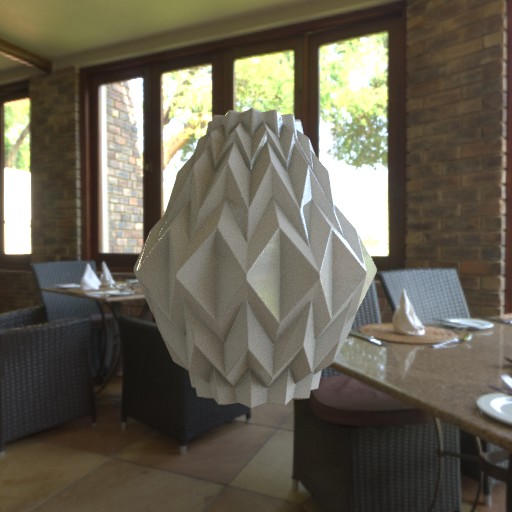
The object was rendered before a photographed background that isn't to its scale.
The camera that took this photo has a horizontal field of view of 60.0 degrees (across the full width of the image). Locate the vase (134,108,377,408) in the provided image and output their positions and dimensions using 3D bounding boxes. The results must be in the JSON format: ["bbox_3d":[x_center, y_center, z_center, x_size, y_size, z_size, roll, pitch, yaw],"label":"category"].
[{"bbox_3d":[0.000,0.000,0.308,0.164,0.185,0.164,0,1,0],"label":"vase"}]
